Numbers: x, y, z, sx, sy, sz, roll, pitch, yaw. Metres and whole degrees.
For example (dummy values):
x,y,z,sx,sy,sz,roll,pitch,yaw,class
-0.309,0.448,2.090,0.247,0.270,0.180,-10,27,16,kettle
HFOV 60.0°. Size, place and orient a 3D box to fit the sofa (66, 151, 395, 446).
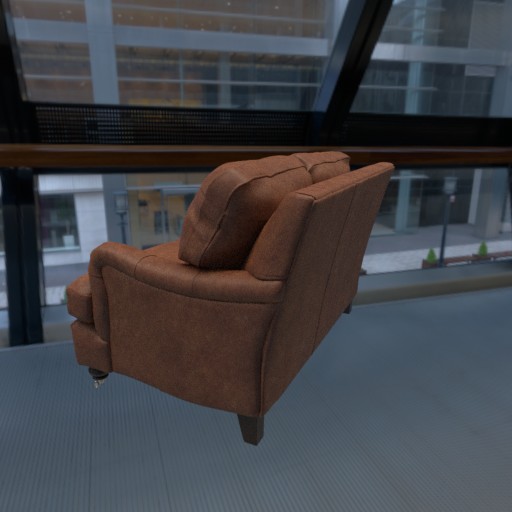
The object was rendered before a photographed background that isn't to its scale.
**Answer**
x,y,z,sx,sy,sz,roll,pitch,yaw,class
0.000,0.000,2.231,1.077,1.004,1.527,8,18,25,sofa
